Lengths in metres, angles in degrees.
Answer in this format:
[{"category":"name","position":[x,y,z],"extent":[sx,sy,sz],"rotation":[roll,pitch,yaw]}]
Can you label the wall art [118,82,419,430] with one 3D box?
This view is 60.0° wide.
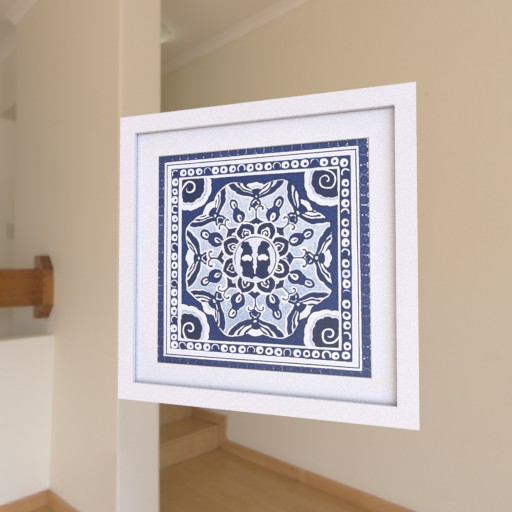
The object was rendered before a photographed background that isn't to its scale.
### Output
[{"category":"wall art","position":[0.000,0.000,0.518],"extent":[0.355,0.355,0.027],"rotation":[-1,-2,18]}]
